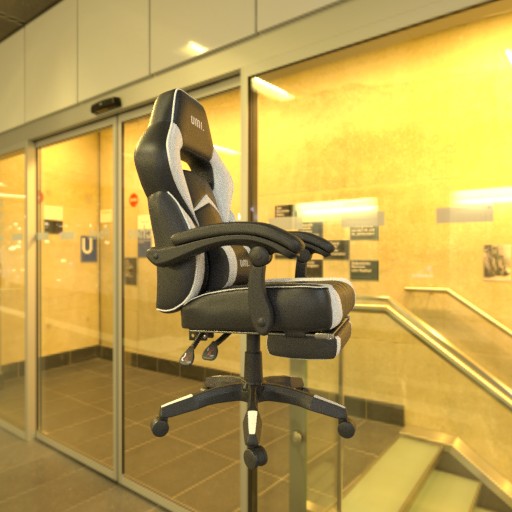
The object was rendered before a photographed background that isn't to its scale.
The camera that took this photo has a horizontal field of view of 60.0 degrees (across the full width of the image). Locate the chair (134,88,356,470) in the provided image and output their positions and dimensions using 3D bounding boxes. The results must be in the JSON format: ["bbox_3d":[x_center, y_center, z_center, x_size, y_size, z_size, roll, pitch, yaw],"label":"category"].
[{"bbox_3d":[0.000,0.000,1.583,0.700,1.200,0.676,0,0,19],"label":"chair"}]
